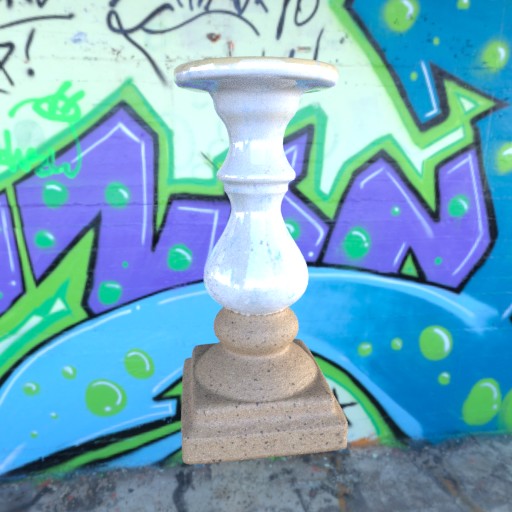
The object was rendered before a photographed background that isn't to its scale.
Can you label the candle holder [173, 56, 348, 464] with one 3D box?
[{"bbox_3d":[0.000,0.000,0.306,0.110,0.239,0.110,-2,15,-8],"label":"candle holder"}]
